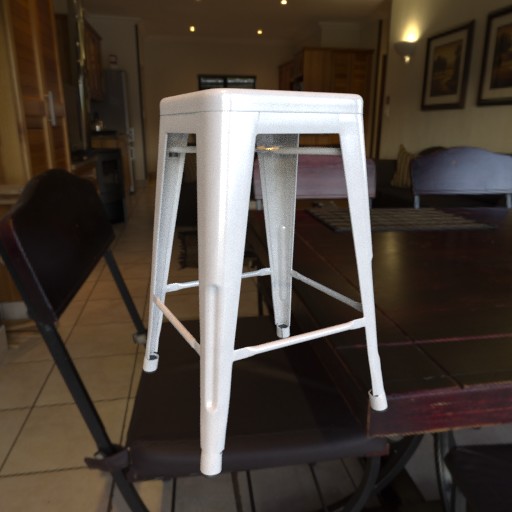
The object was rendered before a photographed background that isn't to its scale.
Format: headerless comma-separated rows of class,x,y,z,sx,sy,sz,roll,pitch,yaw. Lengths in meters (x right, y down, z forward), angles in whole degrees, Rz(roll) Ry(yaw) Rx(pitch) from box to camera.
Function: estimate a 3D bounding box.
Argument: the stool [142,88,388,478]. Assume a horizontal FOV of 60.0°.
stool,0.000,0.000,0.898,0.406,0.610,0.406,-8,18,-27
